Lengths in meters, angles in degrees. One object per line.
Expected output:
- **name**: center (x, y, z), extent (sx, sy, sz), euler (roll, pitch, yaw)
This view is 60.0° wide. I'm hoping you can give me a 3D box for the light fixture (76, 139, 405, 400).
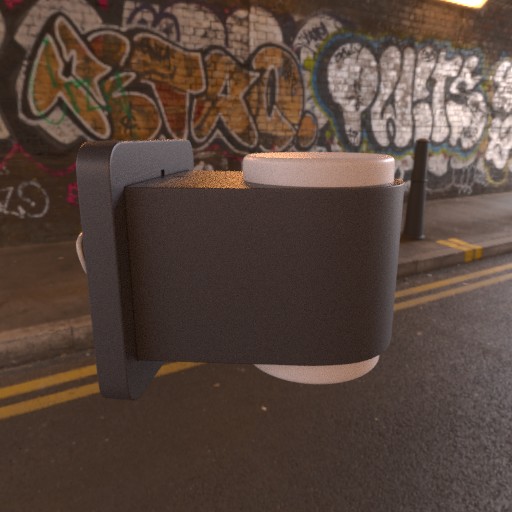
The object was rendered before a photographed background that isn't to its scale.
- **light fixture**: center (0.000, 0.000, 0.215), extent (0.132, 0.109, 0.109), euler (2, 15, 8)
